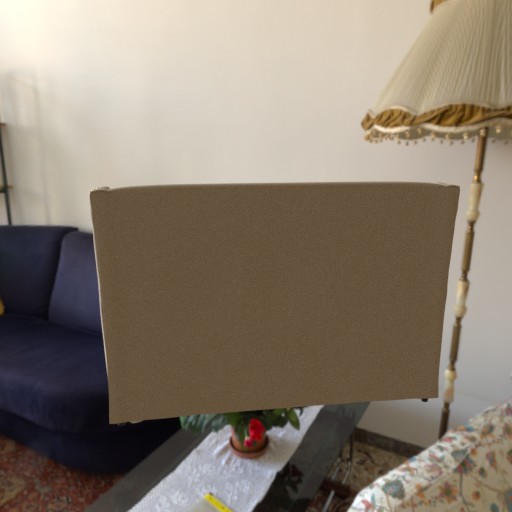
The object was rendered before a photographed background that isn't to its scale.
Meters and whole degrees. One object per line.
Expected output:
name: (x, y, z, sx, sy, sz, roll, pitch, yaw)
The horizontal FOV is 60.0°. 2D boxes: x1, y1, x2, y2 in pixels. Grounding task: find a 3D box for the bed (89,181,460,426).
bed: (0.000, 0.000, 3.461, 1.925, 1.332, 2.276, -2, 15, -7)
